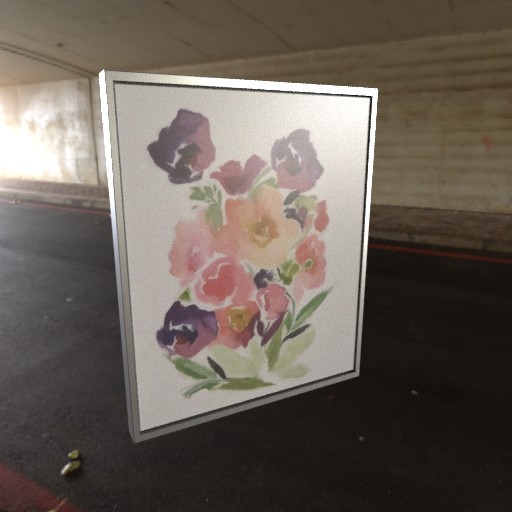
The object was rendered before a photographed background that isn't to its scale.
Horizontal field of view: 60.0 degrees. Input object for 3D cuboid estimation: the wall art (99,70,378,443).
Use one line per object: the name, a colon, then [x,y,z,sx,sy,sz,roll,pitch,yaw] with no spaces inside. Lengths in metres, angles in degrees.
wall art: [0.000,0.000,0.746,0.452,0.549,0.038,-7,16,-26]
